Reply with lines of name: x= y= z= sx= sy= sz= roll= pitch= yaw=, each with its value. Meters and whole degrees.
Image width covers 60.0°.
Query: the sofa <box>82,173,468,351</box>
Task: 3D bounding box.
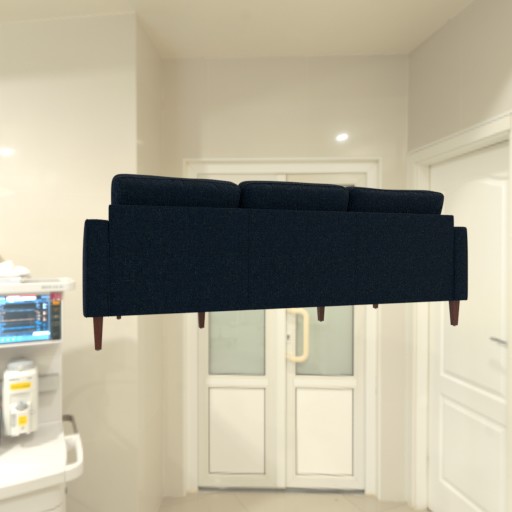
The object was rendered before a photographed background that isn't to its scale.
sofa: x=0.000 y=0.000 z=3.072 sx=2.185 sy=0.841 sz=1.613 roll=0 pitch=1 yaw=-19
